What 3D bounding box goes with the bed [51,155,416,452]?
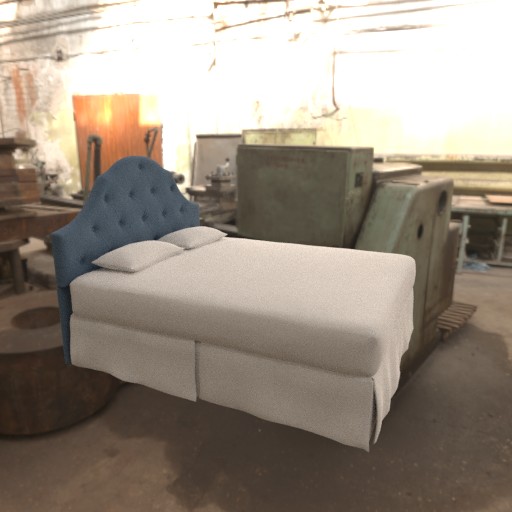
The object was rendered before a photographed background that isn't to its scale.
[{"bbox_3d":[0.000,0.000,3.717,2.477,1.617,2.039,7,16,24],"label":"bed"}]
